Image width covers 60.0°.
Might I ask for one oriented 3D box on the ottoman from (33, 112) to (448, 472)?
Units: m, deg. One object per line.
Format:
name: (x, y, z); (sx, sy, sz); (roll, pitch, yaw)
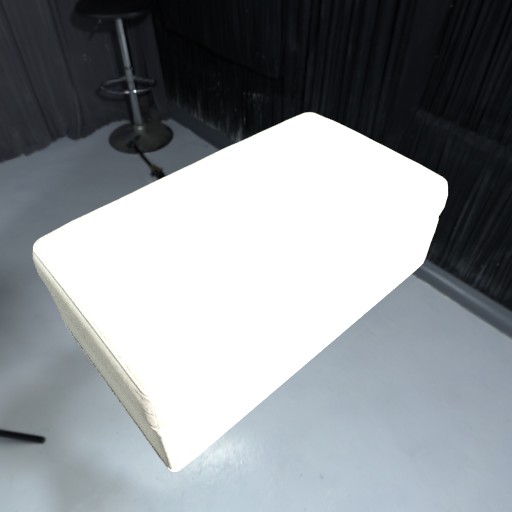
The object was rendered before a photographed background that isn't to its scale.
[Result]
ottoman: (0.000, 0.000, 1.384); (1.097, 0.448, 0.617); (-33, 54, -28)
